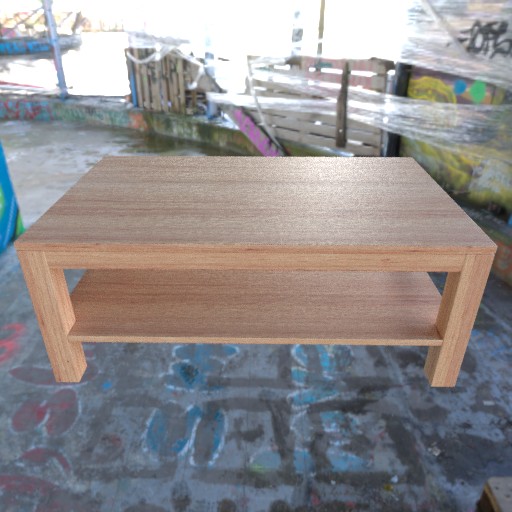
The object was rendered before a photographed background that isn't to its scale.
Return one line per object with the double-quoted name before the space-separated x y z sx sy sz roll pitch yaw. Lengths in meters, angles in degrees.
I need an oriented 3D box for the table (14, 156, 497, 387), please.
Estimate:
"table" 0.000 0.000 1.462 1.146 0.457 0.695 0 30 1
